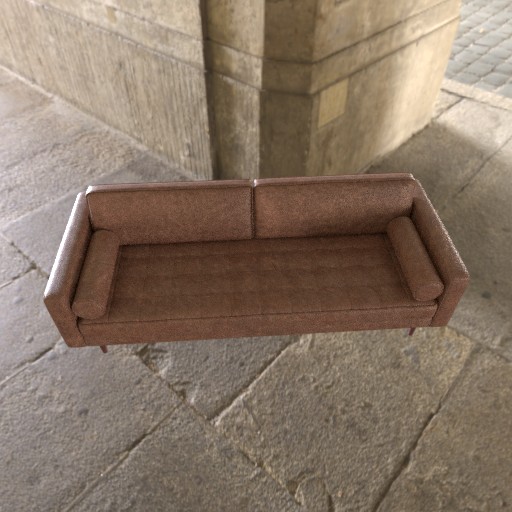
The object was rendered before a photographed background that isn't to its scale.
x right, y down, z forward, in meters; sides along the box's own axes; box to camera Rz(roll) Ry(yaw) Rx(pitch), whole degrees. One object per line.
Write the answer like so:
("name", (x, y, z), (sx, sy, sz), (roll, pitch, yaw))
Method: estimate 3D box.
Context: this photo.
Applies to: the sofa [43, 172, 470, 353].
("sofa", (0.000, 0.000, 2.688), (2.210, 0.762, 0.914), (-3, 45, -3))
